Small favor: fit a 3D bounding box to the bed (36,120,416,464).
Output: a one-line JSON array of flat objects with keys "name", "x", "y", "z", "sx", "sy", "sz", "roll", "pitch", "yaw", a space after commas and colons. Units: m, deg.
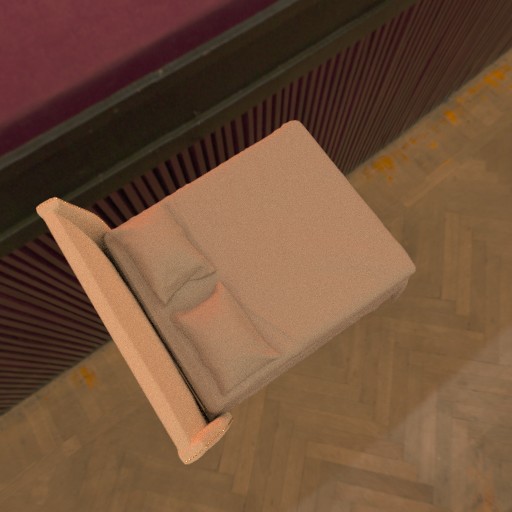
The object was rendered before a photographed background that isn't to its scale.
[{"name": "bed", "x": 0.000, "y": 0.000, "z": 3.509, "sx": 2.276, "sy": 1.332, "sz": 1.925, "roll": -33, "pitch": 77, "yaw": -9}]
